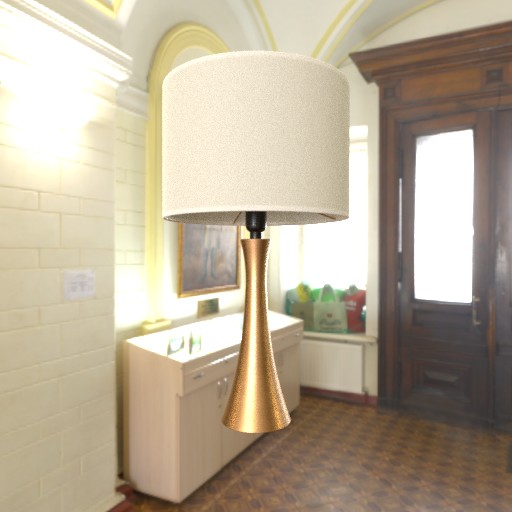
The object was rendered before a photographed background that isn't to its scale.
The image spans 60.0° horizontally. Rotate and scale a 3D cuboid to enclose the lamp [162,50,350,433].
[{"bbox_3d":[0.000,0.000,0.649,0.268,0.479,0.268,0,0,-18],"label":"lamp"}]
